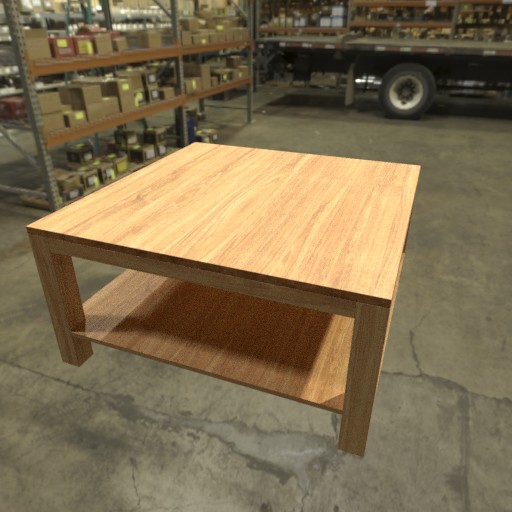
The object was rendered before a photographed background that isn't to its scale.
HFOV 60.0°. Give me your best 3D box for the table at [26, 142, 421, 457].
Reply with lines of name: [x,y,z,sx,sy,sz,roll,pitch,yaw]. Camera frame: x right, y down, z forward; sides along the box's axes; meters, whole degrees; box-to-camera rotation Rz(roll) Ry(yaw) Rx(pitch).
table: [0.000,0.000,1.453,0.900,0.450,0.900,11,30,19]
